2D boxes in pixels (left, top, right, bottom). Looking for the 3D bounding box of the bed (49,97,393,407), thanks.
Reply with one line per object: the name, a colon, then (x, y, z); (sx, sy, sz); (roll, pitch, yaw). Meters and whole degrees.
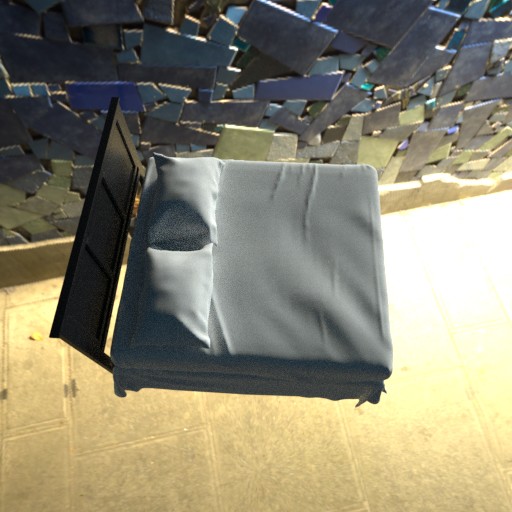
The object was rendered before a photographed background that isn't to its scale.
bed: (0.000, 0.000, 3.161); (2.050, 1.270, 1.870); (3, 64, 1)
